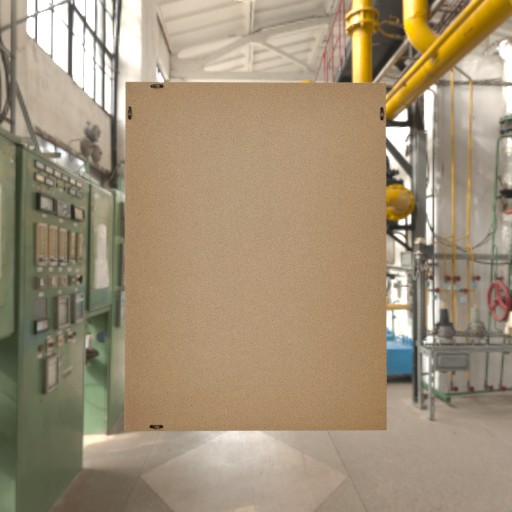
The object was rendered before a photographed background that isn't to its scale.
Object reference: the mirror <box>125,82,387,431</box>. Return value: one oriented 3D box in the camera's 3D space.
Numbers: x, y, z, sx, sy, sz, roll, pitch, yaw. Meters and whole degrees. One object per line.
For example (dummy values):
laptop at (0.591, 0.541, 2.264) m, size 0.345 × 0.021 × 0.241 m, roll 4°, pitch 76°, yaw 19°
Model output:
mirror at (0.000, 0.000, 1.308) m, size 0.762 × 1.016 × 0.041 m, roll 0°, pitch 0°, yaw -1°
